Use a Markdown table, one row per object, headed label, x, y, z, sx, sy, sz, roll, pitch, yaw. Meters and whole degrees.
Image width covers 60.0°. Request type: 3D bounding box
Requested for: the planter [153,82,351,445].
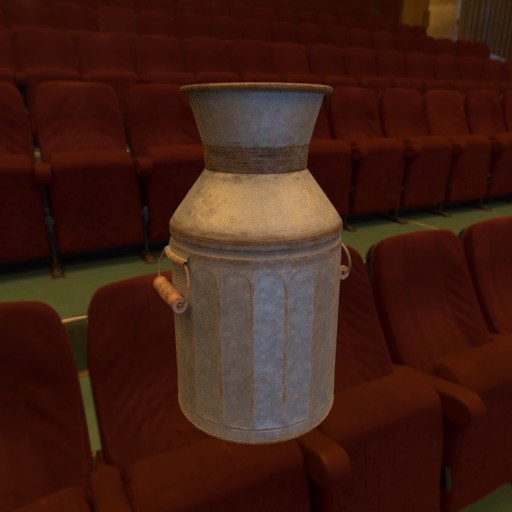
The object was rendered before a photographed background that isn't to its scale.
| label | x | y | z | sx | sy | sz | roll | pitch | yaw |
| --- | --- | --- | --- | --- | --- | --- | --- | --- | --- |
| planter | 0.000 | 0.000 | 0.557 | 0.245 | 0.396 | 0.214 | -9 | 20 | -26 |
